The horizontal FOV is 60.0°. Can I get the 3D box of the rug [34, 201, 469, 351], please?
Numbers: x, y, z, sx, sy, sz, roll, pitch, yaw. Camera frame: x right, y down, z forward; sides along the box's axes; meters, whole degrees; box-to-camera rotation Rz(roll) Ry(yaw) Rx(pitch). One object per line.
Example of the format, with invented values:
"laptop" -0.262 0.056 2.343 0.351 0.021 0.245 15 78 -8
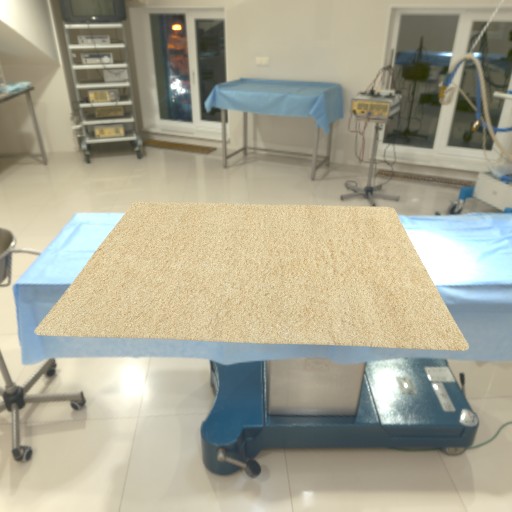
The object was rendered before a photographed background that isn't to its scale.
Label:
"rug" 0.000 0.000 4.071 3.001 0.025 2.401 2 29 3
